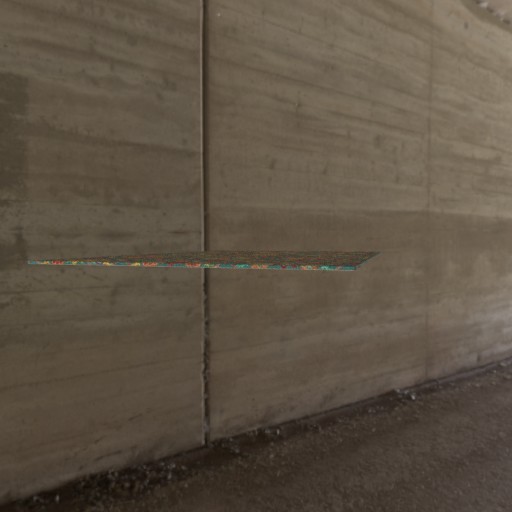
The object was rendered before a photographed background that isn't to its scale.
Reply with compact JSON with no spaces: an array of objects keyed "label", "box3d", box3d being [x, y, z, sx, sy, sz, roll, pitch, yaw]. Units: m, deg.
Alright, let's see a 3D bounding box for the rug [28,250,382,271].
[{"label":"rug","box3d":[0.000,0.000,2.945,1.527,0.016,2.290,1,2,18]}]
